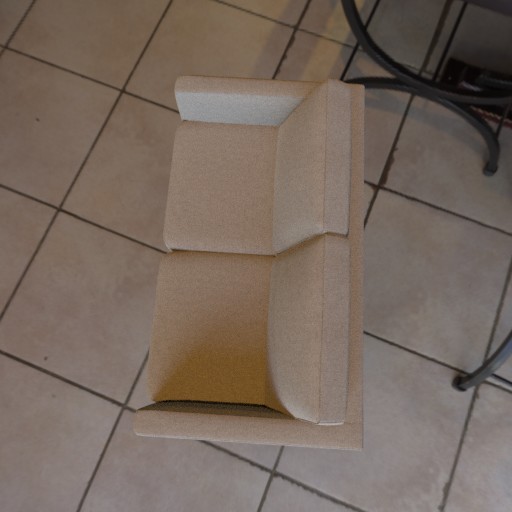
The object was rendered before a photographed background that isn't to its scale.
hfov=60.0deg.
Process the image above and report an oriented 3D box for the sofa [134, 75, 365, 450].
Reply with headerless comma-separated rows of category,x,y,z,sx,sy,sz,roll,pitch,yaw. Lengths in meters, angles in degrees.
sofa,0.000,0.000,2.294,1.000,0.900,1.731,3,76,1
